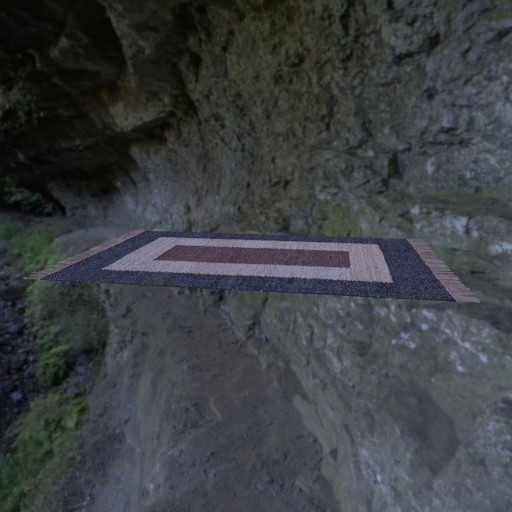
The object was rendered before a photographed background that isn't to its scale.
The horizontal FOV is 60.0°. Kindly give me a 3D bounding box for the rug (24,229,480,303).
[{"bbox_3d":[0.000,0.000,2.488,2.021,0.027,1.224,2,14,9],"label":"rug"}]
